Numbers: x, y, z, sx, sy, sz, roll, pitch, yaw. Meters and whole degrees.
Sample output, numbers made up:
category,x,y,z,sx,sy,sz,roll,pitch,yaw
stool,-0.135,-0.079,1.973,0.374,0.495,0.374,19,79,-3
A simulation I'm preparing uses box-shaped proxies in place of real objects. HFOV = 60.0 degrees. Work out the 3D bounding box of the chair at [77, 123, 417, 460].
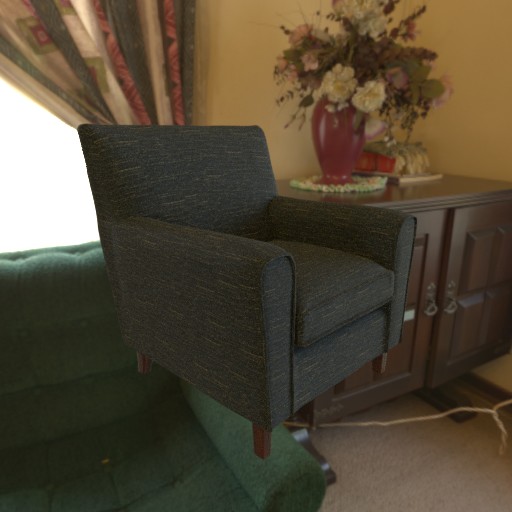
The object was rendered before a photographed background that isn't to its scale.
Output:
category,x,y,z,sx,sy,sz,roll,pitch,yaw
chair,0.000,0.000,1.621,0.873,0.928,0.864,15,22,43
